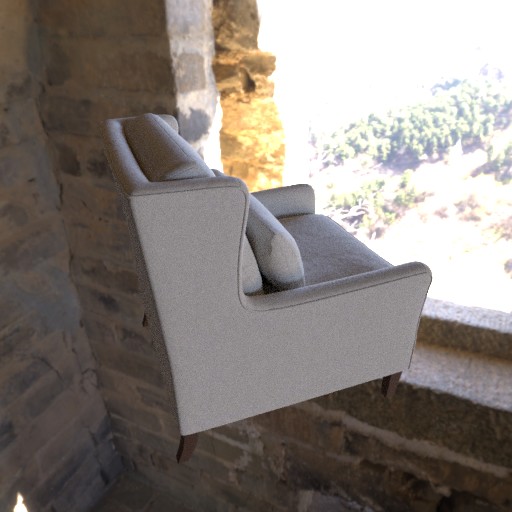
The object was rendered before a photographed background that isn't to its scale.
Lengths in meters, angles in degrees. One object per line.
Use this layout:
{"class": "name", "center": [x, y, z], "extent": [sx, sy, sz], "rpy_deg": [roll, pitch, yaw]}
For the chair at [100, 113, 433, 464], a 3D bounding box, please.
{"class": "chair", "center": [0.000, 0.000, 1.823], "extent": [1.040, 1.056, 0.982], "rpy_deg": [-10, 30, -18]}
